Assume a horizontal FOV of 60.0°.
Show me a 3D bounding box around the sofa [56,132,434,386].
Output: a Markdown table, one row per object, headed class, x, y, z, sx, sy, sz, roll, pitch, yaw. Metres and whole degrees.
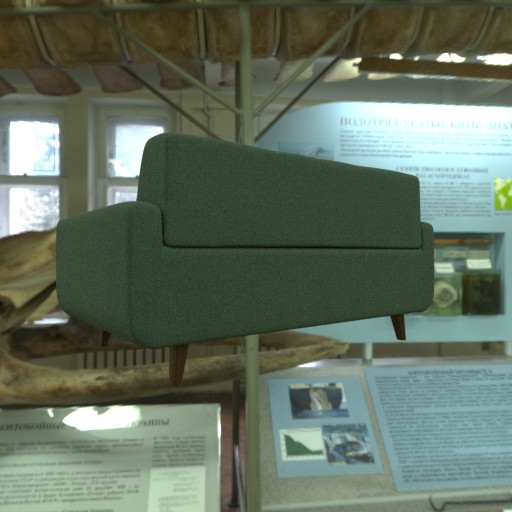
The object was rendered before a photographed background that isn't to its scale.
| class | x | y | z | sx | sy | sz | roll | pitch | yaw |
| --- | --- | --- | --- | --- | --- | --- | --- | --- | --- |
| sofa | 0.000 | 0.000 | 2.153 | 1.631 | 0.841 | 0.909 | 0 | 1 | -37 |
